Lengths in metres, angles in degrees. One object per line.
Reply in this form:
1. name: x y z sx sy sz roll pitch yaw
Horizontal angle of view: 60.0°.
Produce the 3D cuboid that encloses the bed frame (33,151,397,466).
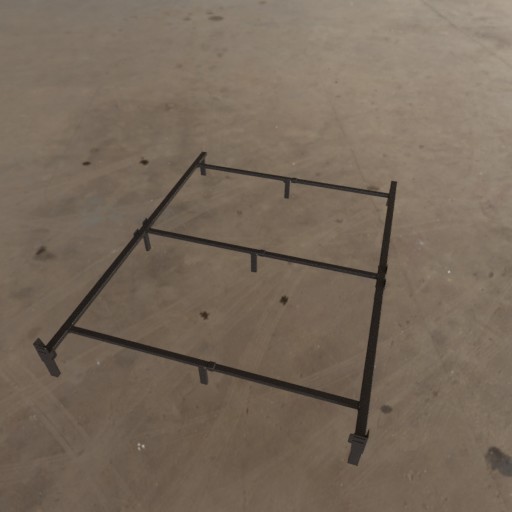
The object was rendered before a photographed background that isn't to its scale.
1. bed frame: 0.000 0.000 2.621 1.498 0.248 1.990 11 43 13
